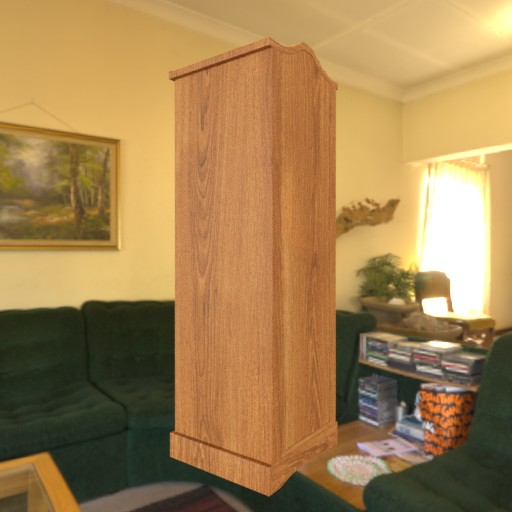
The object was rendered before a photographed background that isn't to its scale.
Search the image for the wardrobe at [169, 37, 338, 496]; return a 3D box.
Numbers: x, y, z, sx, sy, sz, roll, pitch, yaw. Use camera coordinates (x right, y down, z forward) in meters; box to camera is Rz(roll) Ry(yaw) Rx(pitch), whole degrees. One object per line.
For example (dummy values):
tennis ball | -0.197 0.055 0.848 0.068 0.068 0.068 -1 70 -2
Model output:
wardrobe | 0.000 0.000 2.127 0.570 1.870 0.590 0 0 37
